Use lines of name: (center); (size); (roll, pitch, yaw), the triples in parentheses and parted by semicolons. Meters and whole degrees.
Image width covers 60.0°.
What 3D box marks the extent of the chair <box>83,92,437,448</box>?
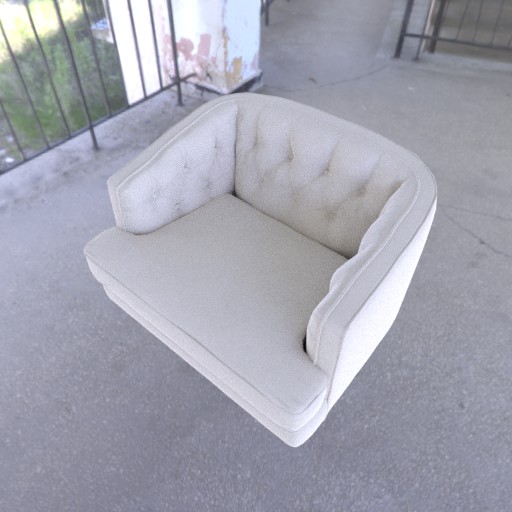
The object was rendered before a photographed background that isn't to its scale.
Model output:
chair: (0.000, 0.000, 1.783); (1.104, 0.852, 0.941); (32, 54, 26)
